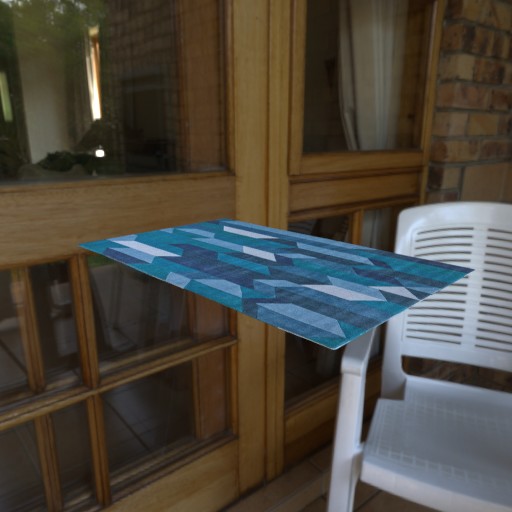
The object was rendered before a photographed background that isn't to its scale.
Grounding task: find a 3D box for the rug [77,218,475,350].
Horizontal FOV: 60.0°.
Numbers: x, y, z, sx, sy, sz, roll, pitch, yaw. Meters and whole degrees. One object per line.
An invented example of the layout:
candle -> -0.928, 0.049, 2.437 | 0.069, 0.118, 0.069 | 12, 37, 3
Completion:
rug -> 0.000, 0.000, 3.118 | 1.528, 0.005, 2.420 | -15, 22, -43
